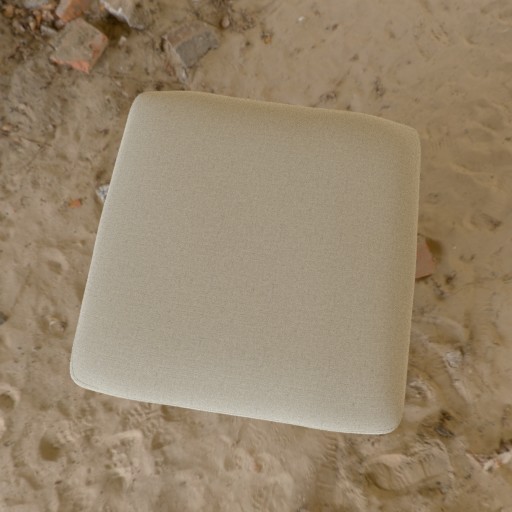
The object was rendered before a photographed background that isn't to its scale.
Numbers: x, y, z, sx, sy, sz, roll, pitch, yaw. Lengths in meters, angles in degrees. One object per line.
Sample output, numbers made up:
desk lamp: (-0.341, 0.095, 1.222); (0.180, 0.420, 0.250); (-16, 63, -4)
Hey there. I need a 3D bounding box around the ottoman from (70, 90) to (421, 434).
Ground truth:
ottoman: (0.000, 0.000, 1.476); (0.977, 0.467, 0.996); (8, 77, 2)
